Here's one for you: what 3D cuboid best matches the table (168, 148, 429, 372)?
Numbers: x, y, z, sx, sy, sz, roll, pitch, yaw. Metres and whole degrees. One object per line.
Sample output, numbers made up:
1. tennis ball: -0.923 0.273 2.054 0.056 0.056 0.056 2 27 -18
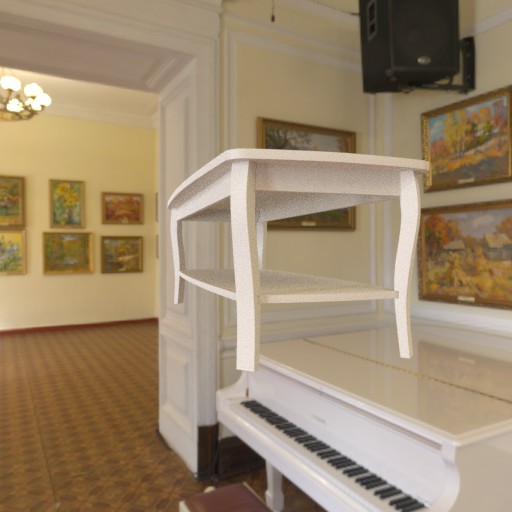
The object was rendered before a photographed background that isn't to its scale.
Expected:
1. table: 0.000 0.000 1.608 0.561 0.474 1.334 0 1 -17
